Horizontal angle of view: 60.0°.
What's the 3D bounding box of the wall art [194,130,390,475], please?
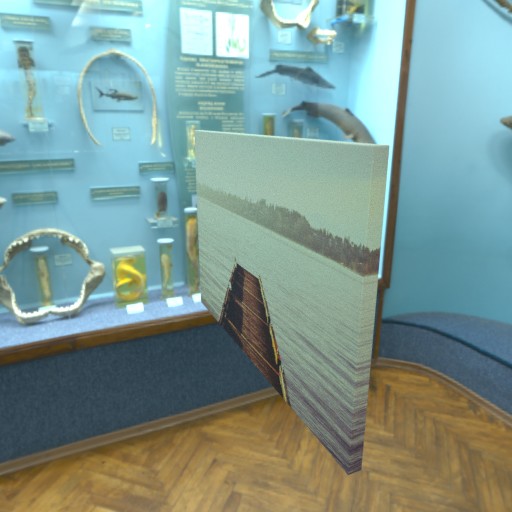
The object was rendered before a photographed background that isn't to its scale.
[{"bbox_3d":[0.000,0.000,1.449,0.040,0.765,1.149,-8,19,-23],"label":"wall art"}]
